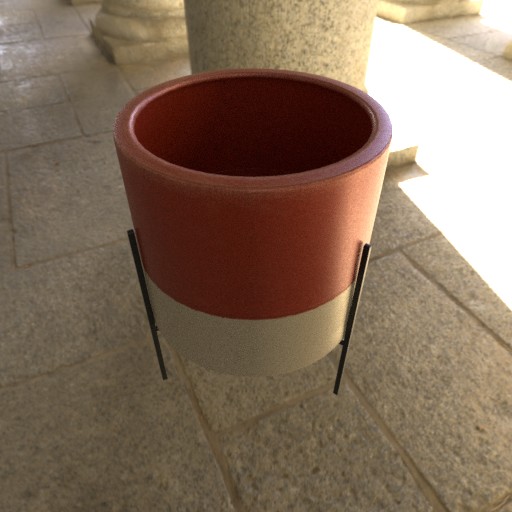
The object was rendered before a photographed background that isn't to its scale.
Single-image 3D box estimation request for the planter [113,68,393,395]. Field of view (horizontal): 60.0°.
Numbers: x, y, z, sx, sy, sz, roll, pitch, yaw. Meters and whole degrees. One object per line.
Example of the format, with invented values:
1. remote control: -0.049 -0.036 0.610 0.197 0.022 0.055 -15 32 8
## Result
1. planter: 0.000 0.000 0.703 0.354 0.465 0.345 25 47 26
